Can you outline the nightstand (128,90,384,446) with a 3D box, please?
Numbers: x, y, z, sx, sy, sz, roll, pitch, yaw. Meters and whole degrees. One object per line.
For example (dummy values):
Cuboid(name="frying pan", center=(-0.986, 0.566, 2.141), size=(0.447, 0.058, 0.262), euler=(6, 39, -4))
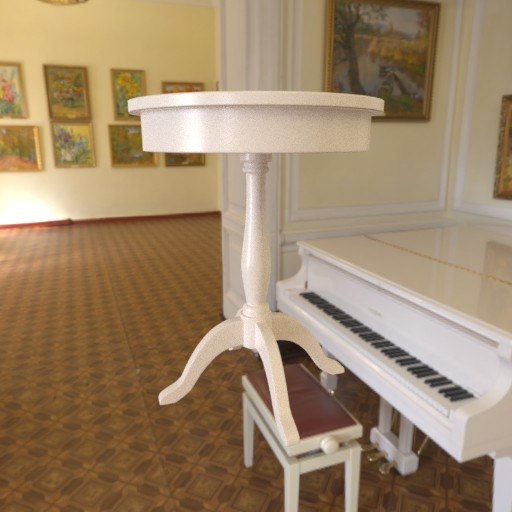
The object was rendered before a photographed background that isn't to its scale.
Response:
Cuboid(name="nightstand", center=(0.000, 0.000, 1.001), size=(0.513, 0.653, 0.513), euler=(-2, 15, -9))
